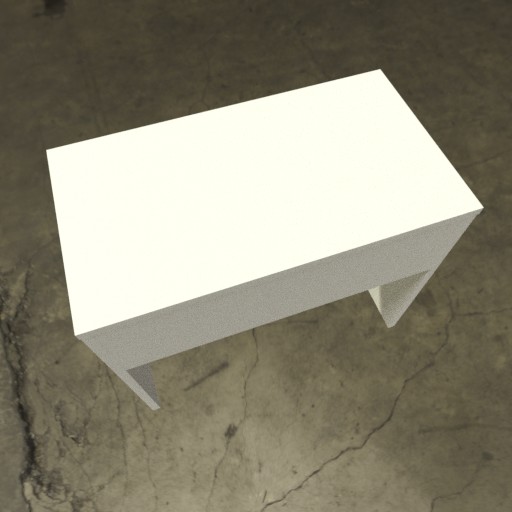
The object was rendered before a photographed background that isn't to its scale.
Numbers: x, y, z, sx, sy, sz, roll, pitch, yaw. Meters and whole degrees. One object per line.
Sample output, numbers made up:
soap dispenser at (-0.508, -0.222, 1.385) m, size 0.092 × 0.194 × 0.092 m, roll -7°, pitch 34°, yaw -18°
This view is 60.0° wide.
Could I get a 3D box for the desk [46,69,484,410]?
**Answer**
desk at (0.000, 0.000, 1.344) m, size 0.900 × 0.729 × 0.498 m, roll -17°, pitch 61°, yaw -10°
